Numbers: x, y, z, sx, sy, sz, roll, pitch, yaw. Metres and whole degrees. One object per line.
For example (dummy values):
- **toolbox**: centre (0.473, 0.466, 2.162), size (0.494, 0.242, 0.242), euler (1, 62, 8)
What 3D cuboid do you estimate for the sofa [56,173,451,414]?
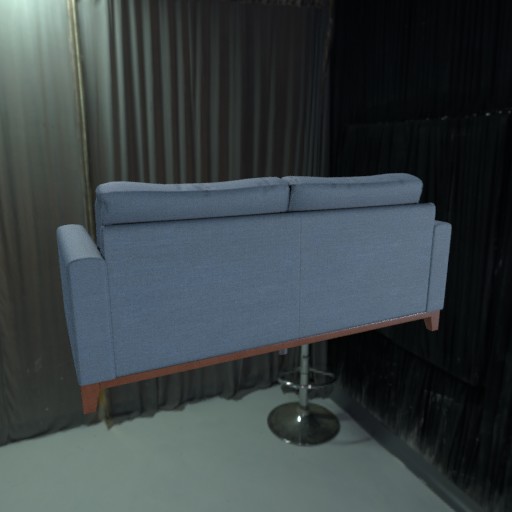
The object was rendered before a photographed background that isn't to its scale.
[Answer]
- **sofa**: centre (0.000, 0.000, 2.368), size (1.900, 0.865, 0.877), euler (-6, 15, -25)
